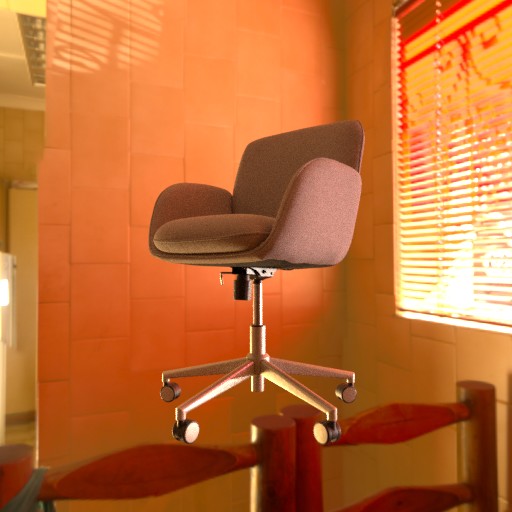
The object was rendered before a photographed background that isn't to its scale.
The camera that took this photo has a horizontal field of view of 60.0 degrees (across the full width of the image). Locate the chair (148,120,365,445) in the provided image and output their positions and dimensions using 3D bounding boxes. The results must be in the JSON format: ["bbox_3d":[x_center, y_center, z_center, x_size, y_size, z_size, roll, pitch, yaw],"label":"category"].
[{"bbox_3d":[0.000,0.000,1.380,0.648,0.959,0.654,-1,-2,37],"label":"chair"}]
